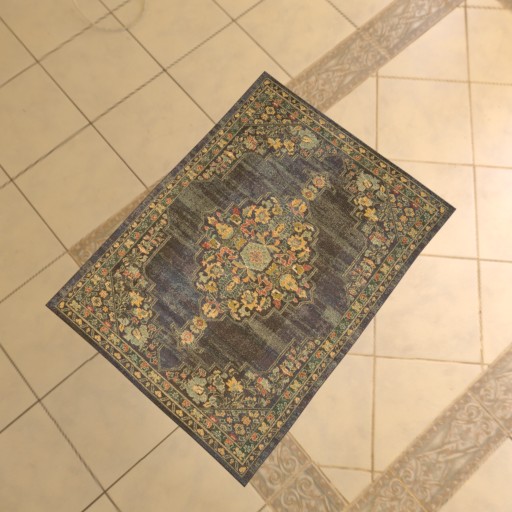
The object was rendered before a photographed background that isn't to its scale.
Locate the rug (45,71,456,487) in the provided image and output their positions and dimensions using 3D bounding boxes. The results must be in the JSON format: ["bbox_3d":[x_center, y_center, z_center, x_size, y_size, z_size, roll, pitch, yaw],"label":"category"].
[{"bbox_3d":[0.000,0.000,4.713,2.716,0.035,3.612,39,80,9],"label":"rug"}]
